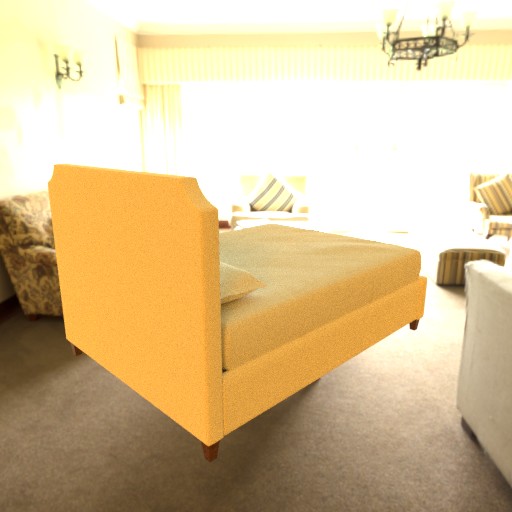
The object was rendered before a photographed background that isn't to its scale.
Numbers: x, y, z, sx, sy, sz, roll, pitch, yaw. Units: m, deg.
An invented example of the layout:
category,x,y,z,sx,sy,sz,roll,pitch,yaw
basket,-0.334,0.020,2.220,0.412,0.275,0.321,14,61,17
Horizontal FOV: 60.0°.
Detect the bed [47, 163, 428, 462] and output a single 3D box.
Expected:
category,x,y,z,sx,sy,sz,roll,pitch,yaw
bed,0.000,0.000,3.377,2.329,1.415,1.703,-15,21,-43
